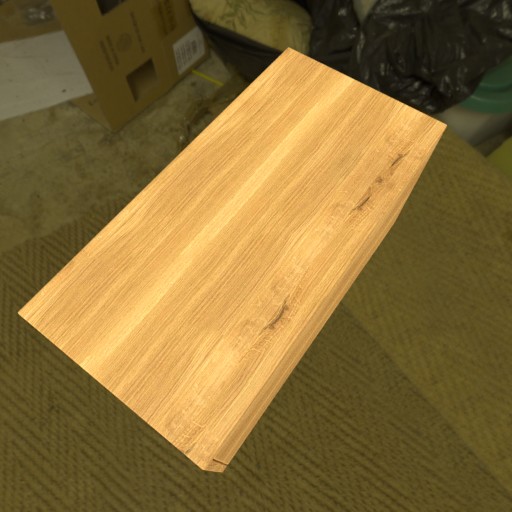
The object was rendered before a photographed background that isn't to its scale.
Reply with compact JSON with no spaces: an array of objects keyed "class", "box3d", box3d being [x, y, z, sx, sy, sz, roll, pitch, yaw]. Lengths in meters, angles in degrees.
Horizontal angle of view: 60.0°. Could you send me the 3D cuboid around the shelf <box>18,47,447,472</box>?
[{"class":"shelf","box3d":[0.000,0.000,1.007,0.400,0.400,0.800,33,68,15]}]
